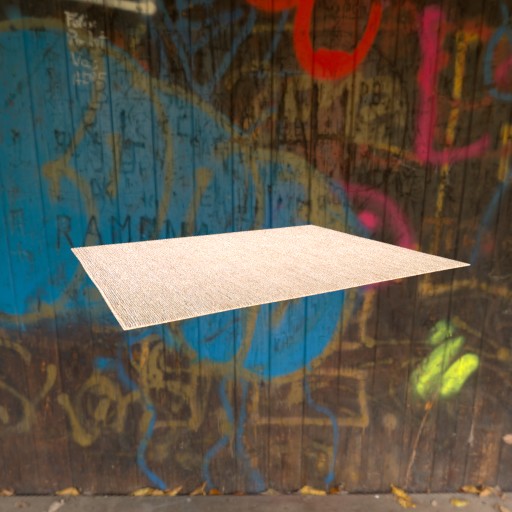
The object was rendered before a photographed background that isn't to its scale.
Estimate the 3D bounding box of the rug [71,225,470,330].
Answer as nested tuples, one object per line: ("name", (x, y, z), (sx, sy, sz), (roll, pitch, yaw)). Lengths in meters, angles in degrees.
("rug", (0.000, 0.000, 4.257), (3.034, 0.012, 2.406), (-7, 15, -28))
